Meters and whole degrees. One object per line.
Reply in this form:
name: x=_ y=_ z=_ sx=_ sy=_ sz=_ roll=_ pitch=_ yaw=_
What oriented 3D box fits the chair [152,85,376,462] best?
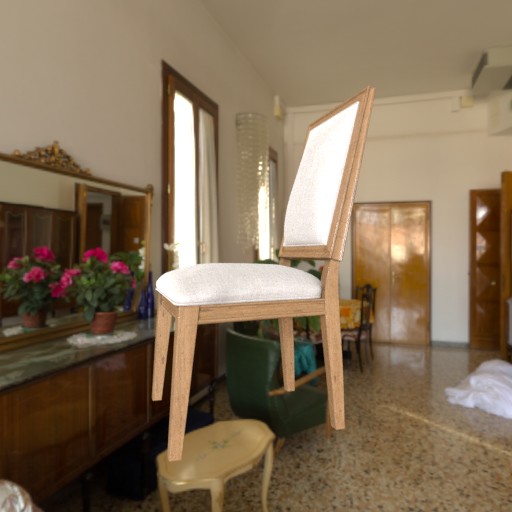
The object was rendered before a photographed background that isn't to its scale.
chair: x=0.000 y=0.000 z=1.394 sx=0.601 sy=0.988 sz=0.536 roll=0 pitch=0 yaw=-18
